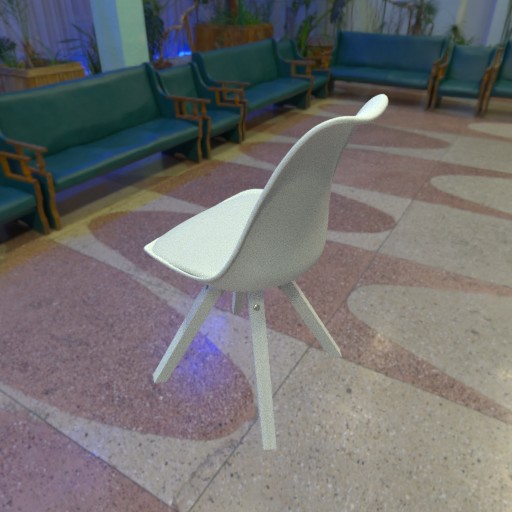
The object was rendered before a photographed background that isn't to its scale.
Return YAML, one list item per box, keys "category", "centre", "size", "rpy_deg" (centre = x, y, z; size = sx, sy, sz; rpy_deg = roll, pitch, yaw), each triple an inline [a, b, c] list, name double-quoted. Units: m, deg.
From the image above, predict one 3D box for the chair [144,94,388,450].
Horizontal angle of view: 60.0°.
- category: "chair"
  centre: [0.000, 0.000, 1.185]
  size: [0.550, 0.850, 0.485]
  rpy_deg: [20, 37, 29]
